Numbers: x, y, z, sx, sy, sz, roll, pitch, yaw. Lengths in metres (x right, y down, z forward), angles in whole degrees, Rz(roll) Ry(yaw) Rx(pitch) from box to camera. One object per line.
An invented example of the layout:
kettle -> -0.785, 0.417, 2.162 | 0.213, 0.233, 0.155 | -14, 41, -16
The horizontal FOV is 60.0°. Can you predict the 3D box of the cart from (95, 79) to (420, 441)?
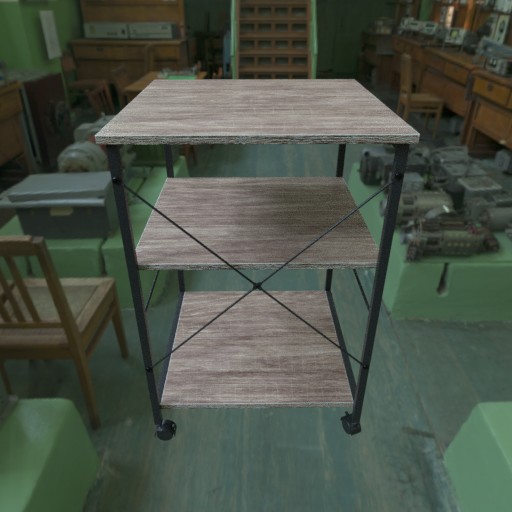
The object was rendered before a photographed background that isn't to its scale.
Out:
cart -> 0.000, 0.000, 1.127 | 0.521, 0.762, 0.520 | 0, 31, -1
